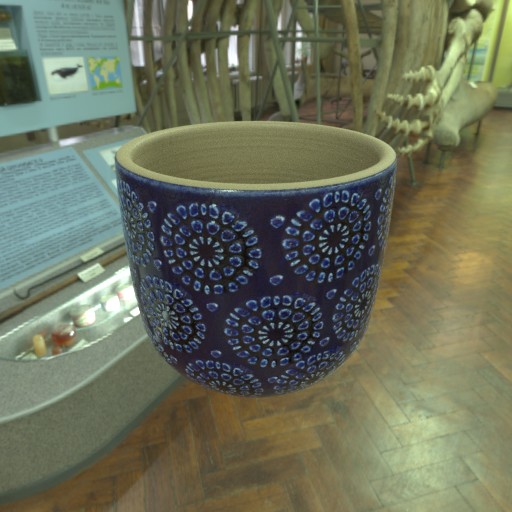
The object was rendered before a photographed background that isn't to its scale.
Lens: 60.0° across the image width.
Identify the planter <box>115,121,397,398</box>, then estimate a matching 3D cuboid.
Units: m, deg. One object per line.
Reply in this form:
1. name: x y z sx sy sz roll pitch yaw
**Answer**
1. planter: 0.000 0.000 0.298 0.165 0.149 0.165 0 27 0
